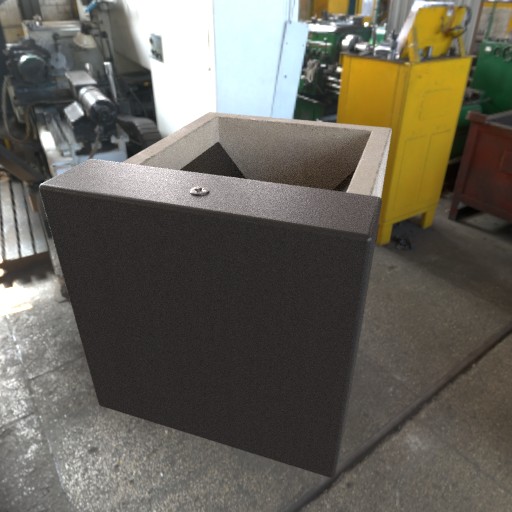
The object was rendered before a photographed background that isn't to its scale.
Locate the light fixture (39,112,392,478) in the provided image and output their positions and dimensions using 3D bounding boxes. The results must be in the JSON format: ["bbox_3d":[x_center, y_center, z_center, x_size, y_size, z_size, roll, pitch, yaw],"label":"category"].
[{"bbox_3d":[0.000,0.000,0.234,0.121,0.121,0.143,10,33,16],"label":"light fixture"}]
